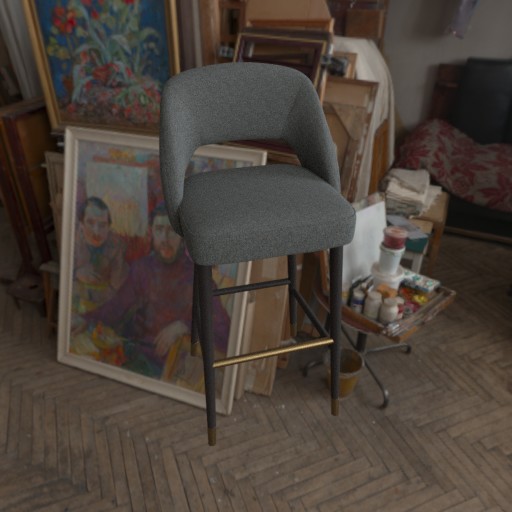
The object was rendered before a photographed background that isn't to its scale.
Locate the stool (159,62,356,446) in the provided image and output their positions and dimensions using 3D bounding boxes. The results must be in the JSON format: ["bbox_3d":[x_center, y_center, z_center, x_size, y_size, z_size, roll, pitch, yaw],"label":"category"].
[{"bbox_3d":[0.000,0.000,1.431,0.536,1.089,0.524,-8,33,-13],"label":"stool"}]
